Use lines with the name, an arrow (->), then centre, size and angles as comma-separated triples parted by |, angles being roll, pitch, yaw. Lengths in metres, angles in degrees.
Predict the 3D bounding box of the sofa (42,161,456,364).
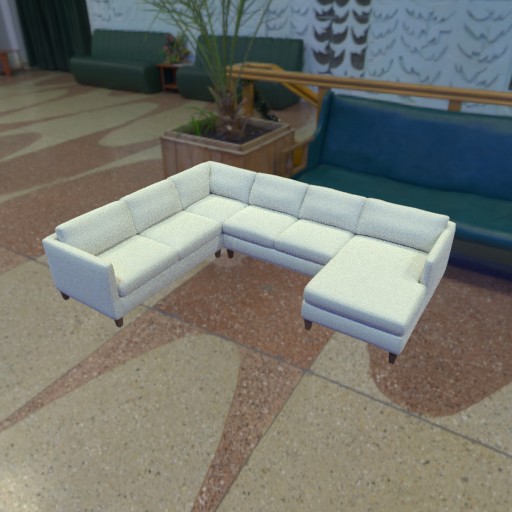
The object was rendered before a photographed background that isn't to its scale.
sofa -> 0.000, 0.000, 4.453 | 3.238, 0.853, 2.551 | 18, 35, 28
